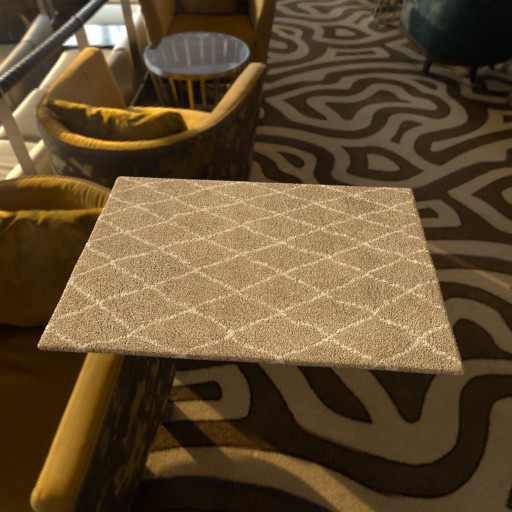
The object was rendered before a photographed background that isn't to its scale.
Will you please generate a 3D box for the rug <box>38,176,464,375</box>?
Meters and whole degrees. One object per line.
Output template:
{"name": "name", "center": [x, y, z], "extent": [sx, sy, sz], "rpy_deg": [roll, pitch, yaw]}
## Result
{"name": "rug", "center": [0.000, 0.000, 2.258], "extent": [1.778, 0.030, 1.219], "rpy_deg": [3, 46, 3]}
